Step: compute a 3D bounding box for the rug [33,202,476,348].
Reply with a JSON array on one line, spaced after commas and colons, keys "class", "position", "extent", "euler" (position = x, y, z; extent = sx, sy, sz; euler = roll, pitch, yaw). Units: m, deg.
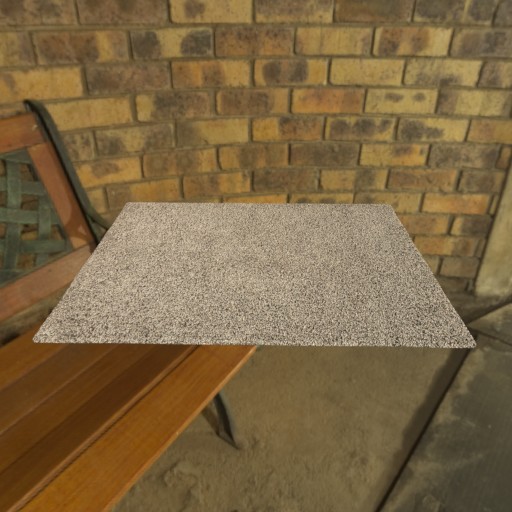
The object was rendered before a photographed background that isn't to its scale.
[{"class": "rug", "position": [0.000, 0.000, 4.077], "extent": [3.047, 0.029, 2.438], "euler": [1, 30, 1]}]
